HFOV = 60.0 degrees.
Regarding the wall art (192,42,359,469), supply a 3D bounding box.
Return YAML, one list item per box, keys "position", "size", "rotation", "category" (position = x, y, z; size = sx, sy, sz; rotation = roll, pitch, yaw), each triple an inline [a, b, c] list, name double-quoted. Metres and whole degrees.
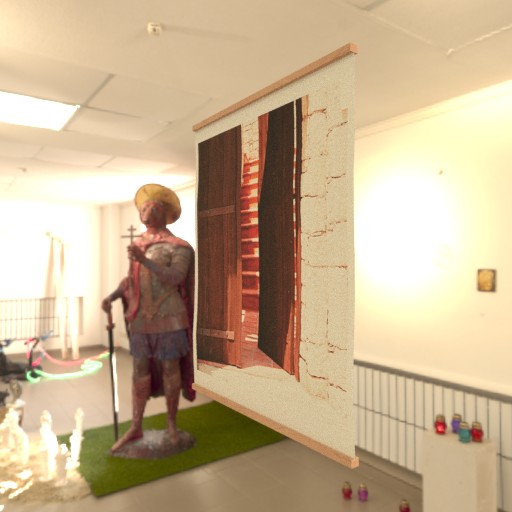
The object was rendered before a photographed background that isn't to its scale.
- position: [0.000, 0.000, 0.696]
  size: [0.013, 0.508, 0.406]
  rotation: [0, -1, -36]
  category: "wall art"
